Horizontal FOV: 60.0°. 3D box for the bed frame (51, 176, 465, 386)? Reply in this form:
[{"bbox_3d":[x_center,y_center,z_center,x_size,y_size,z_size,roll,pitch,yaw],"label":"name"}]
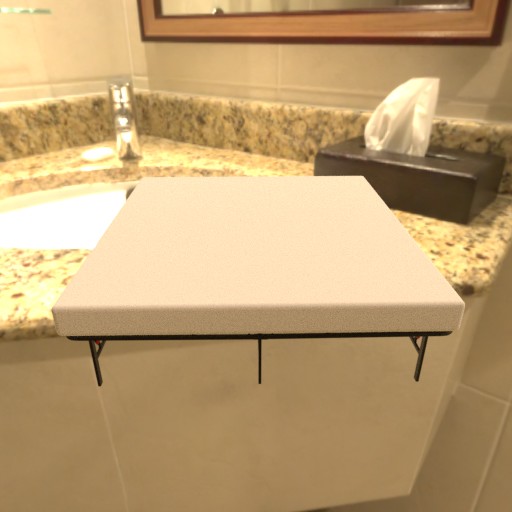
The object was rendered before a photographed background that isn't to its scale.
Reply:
[{"bbox_3d":[0.000,0.000,3.062,1.935,0.525,2.033,-1,27,-1],"label":"bed frame"}]
